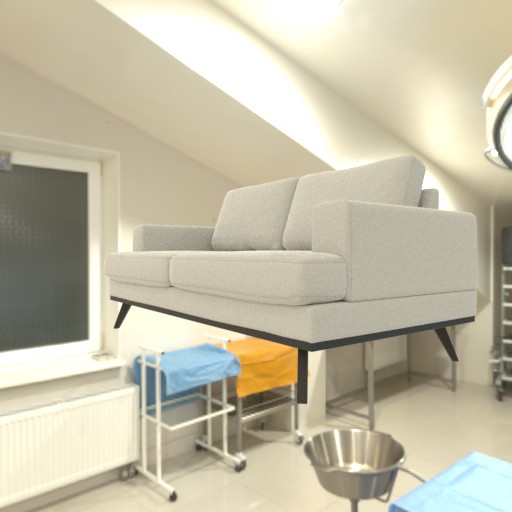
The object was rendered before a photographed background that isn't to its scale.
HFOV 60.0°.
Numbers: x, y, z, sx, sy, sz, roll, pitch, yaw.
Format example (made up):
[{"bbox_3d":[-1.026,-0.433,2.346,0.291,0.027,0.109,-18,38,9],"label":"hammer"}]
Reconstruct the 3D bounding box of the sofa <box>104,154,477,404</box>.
[{"bbox_3d":[0.000,0.000,2.094,0.920,0.810,1.650,0,1,-37],"label":"sofa"}]
